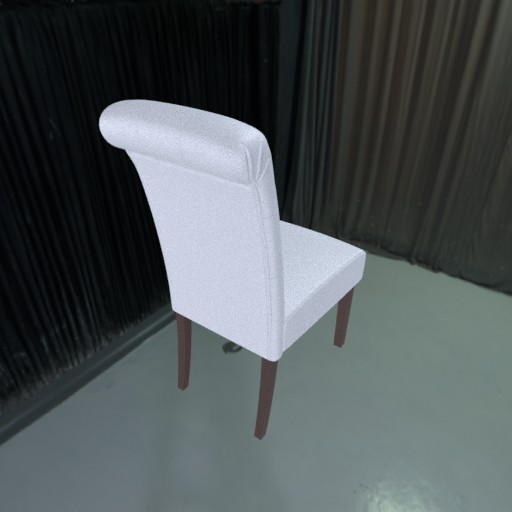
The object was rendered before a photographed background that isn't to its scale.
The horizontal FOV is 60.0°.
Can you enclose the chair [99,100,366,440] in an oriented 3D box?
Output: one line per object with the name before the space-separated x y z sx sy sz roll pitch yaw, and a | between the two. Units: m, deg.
chair | 0.000 0.000 1.362 0.456 1.006 0.671 21 38 29
